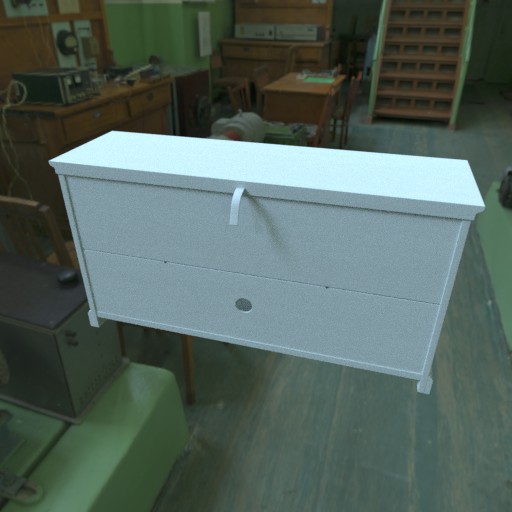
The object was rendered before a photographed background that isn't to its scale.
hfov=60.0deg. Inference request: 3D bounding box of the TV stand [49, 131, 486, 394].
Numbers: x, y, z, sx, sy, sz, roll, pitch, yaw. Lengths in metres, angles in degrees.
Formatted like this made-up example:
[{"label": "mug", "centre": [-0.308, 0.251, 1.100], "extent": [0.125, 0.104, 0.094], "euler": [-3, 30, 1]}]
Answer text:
[{"label": "TV stand", "centre": [0.000, 0.000, 1.442], "extent": [1.187, 0.624, 0.424], "euler": [8, 32, 14]}]
